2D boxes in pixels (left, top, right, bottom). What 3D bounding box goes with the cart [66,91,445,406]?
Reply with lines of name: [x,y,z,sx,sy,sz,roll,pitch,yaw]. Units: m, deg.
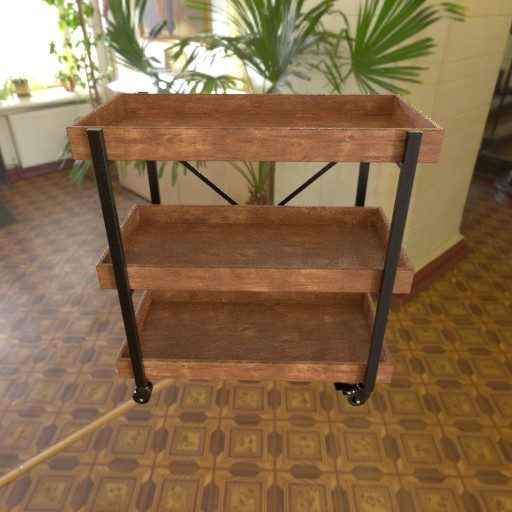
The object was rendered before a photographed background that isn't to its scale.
cart: [0.000,0.000,1.235,0.750,0.800,0.411,1,31,1]
